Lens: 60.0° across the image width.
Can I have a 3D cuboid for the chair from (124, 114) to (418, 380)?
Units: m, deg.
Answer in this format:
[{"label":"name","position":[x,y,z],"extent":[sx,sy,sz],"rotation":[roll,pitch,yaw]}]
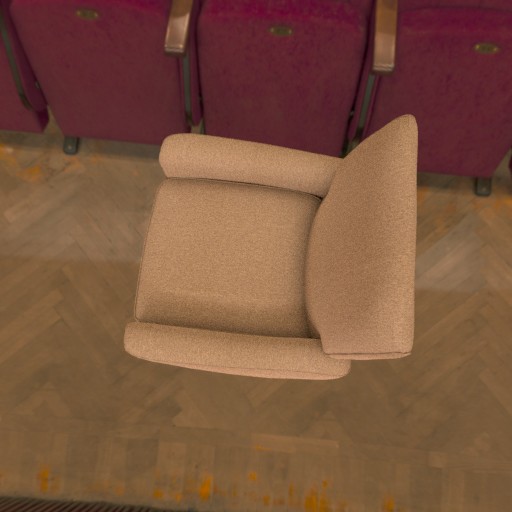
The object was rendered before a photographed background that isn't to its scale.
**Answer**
[{"label":"chair","position":[0.000,0.000,1.624],"extent":[0.864,1.014,0.848],"rotation":[6,74,2]}]
